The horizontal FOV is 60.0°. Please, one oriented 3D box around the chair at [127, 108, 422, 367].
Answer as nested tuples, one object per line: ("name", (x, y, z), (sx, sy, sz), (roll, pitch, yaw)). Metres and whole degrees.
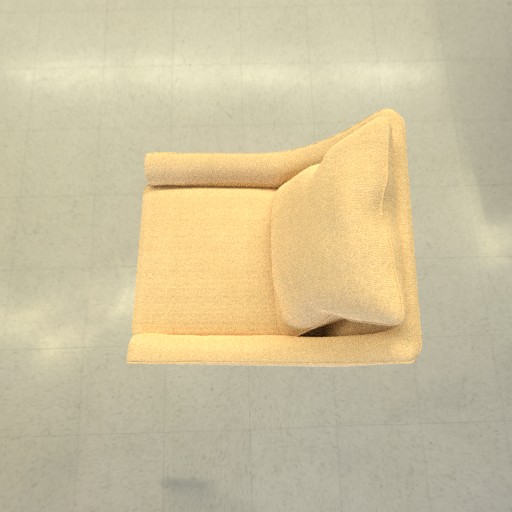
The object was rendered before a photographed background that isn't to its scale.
("chair", (0.000, 0.000, 1.581), (0.876, 0.927, 0.760), (1, 75, 0))
